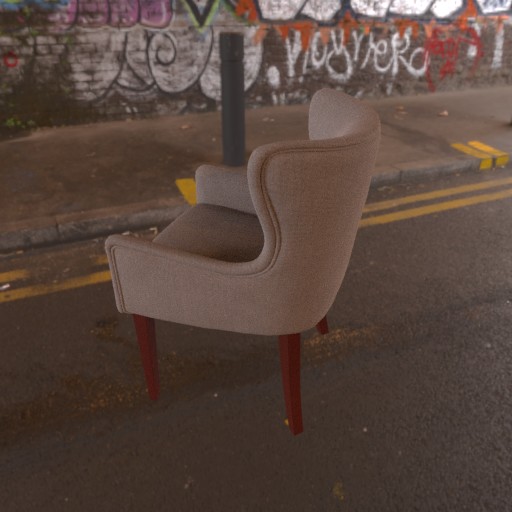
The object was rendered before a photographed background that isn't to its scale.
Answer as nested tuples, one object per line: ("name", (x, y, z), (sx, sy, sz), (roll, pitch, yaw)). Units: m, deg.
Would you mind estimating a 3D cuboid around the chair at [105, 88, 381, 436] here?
("chair", (0.000, 0.000, 1.440), (0.677, 0.948, 0.732), (9, 31, 15))
